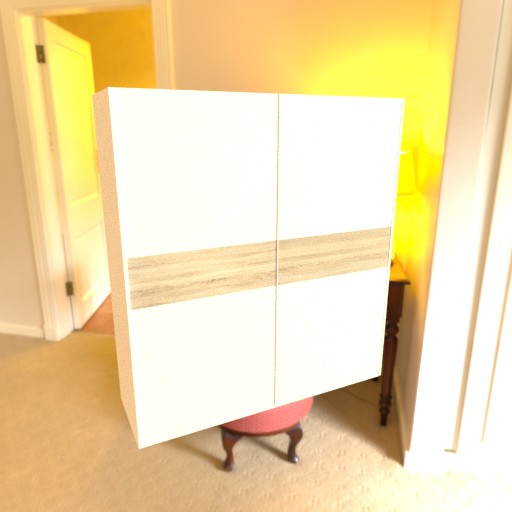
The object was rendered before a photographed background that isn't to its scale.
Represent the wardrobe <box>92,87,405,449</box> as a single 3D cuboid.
[{"bbox_3d":[0.000,0.000,2.986,1.830,2.020,0.600,-8,18,-25],"label":"wardrobe"}]
